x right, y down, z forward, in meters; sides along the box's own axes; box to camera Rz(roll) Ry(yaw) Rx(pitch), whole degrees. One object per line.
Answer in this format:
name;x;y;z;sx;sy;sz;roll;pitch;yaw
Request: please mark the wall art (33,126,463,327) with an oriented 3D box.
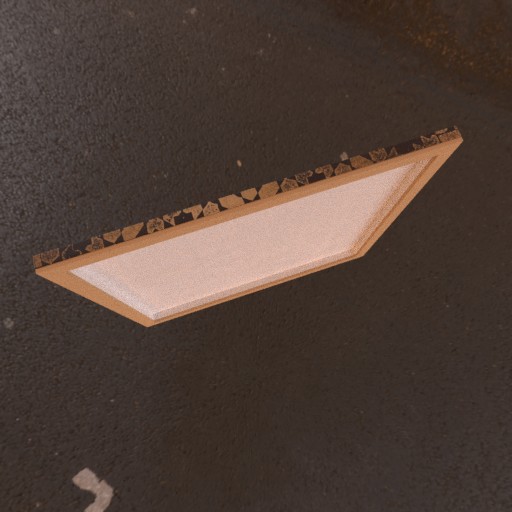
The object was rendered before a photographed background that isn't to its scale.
wall art;0.000;0.000;1.341;0.914;0.914;0.038;-18;75;-5
